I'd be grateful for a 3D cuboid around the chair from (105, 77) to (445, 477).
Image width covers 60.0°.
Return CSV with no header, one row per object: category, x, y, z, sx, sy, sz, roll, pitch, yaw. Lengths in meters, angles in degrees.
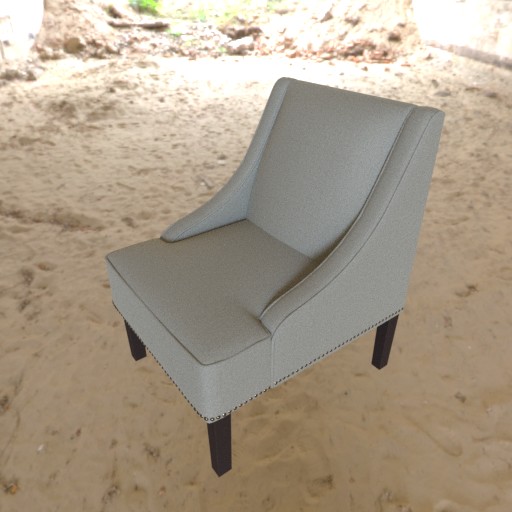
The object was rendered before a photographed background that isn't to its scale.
chair,0.000,0.000,1.320,0.737,0.864,0.610,-21,37,-31
